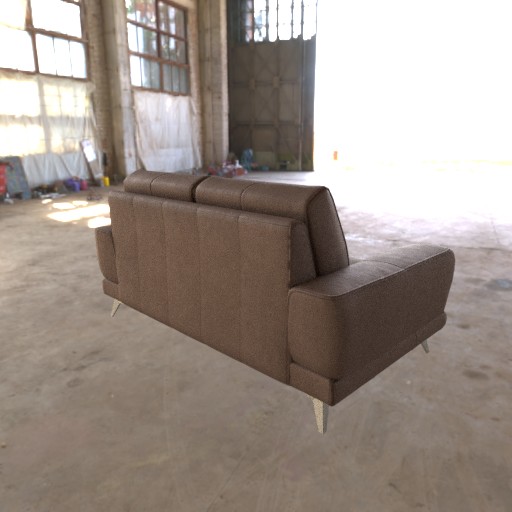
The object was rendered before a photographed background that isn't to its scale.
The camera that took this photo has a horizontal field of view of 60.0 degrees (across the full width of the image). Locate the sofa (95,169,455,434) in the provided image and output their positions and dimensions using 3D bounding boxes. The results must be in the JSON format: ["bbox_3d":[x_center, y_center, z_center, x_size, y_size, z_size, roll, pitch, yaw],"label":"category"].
[{"bbox_3d":[0.000,0.000,2.430,1.806,0.907,1.018,14,21,43],"label":"sofa"}]
